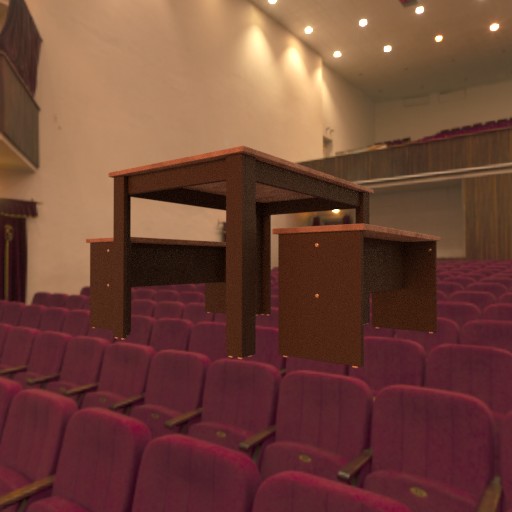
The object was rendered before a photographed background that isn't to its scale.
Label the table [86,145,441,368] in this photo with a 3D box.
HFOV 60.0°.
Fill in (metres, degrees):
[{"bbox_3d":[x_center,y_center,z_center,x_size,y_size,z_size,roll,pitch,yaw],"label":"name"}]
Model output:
[{"bbox_3d":[0.000,0.000,2.092,1.443,0.700,1.100,-1,-1,37],"label":"table"}]
